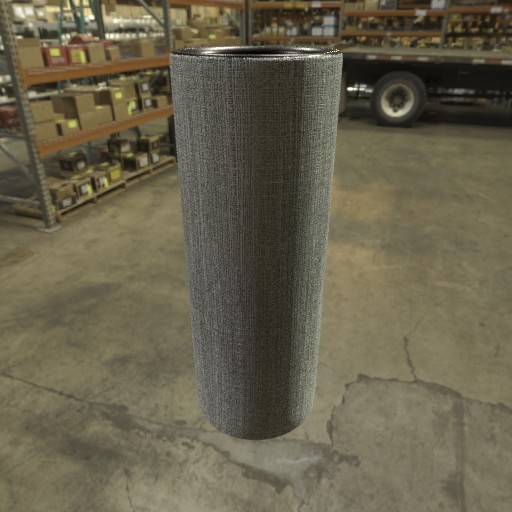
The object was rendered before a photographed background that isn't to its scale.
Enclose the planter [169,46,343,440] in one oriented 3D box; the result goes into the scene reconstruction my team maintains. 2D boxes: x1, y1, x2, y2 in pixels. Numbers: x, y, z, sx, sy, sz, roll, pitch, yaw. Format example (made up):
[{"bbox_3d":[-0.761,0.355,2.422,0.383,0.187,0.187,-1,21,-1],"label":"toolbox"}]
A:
[{"bbox_3d":[0.000,0.000,0.320,0.100,0.270,0.100,10,29,18],"label":"planter"}]
